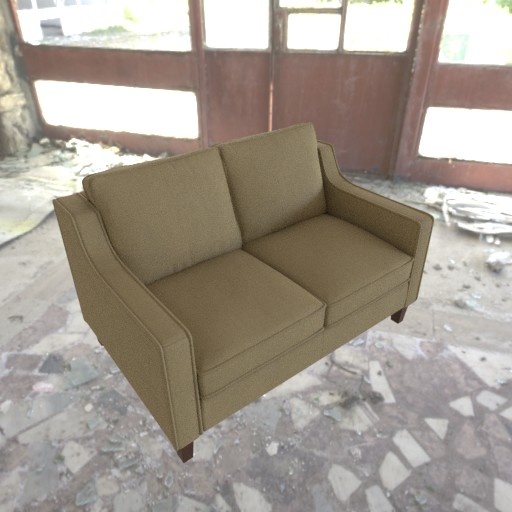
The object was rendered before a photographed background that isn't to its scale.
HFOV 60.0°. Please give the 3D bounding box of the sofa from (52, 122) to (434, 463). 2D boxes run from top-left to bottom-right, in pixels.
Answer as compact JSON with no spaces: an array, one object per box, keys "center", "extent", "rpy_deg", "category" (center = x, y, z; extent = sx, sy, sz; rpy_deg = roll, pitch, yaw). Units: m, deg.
[{"center":[0.000,0.000,2.169],"extent":[1.501,0.971,0.987],"rpy_deg":[-22,38,-32],"category":"sofa"}]
